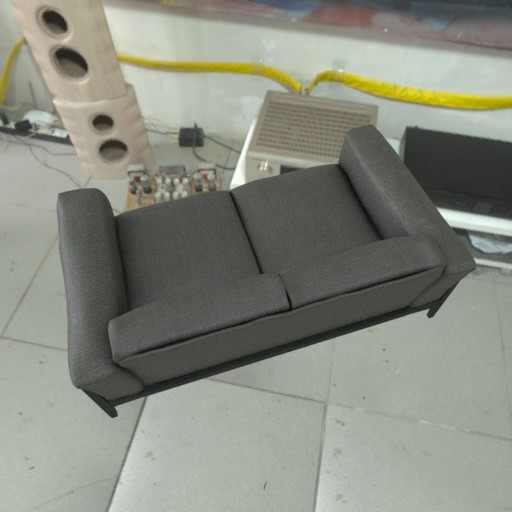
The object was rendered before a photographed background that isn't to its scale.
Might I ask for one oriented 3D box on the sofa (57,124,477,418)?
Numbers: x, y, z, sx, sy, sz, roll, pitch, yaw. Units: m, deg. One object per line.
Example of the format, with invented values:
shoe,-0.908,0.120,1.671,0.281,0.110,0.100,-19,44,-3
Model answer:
sofa,0.000,0.000,2.141,1.690,0.656,0.960,-15,57,-10
